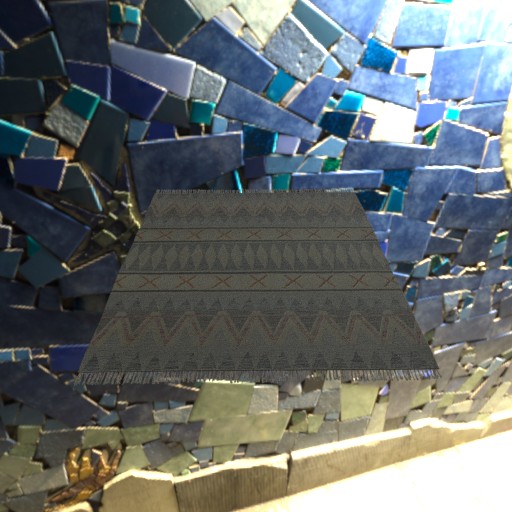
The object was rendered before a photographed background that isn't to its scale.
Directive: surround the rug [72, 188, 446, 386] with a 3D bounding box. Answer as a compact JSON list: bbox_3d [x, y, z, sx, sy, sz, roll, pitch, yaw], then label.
[{"bbox_3d":[0.000,0.000,4.028,2.371,0.012,3.000,0,32,-1],"label":"rug"}]
